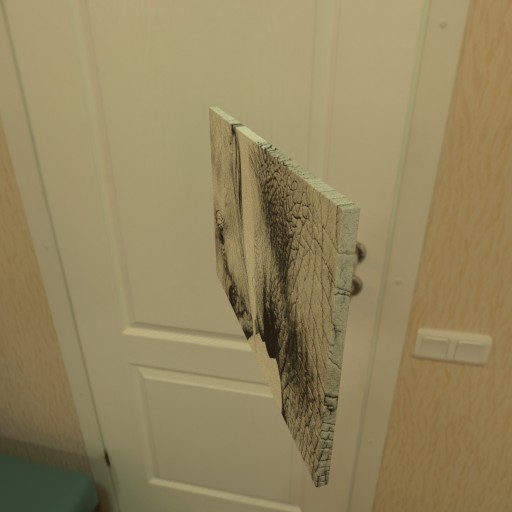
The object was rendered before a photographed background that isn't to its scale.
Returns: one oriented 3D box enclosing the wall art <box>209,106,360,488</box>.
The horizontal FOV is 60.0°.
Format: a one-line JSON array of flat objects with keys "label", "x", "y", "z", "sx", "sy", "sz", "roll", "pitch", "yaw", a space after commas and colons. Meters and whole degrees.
[{"label": "wall art", "x": 0.000, "y": 0.000, "z": 1.440, "sx": 0.035, "sy": 0.758, "sz": 1.141, "roll": -8, "pitch": 29, "yaw": -15}]
